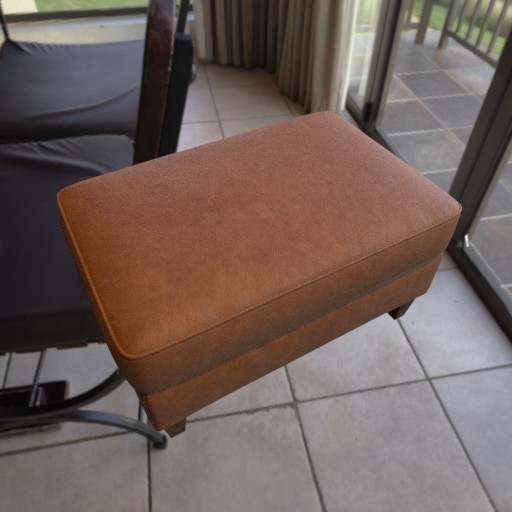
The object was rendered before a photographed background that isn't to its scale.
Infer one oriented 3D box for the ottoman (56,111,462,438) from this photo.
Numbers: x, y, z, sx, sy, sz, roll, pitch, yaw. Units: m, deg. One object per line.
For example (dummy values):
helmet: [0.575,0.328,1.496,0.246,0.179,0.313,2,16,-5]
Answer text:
ottoman: [0.000,0.000,1.203,0.864,0.483,0.584,-22,50,-20]
